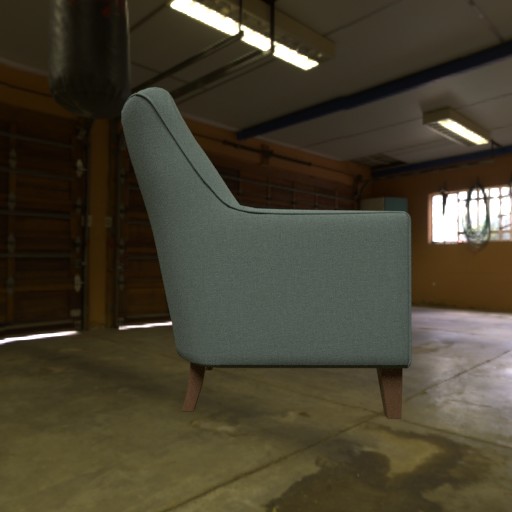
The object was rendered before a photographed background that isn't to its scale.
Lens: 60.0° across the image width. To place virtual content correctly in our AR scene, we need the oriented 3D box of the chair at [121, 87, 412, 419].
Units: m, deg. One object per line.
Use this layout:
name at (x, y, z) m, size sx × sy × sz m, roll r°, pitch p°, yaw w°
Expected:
chair at (0.000, 0.000, 1.563) m, size 0.879 × 0.916 × 0.756 m, roll 0°, pitch -1°, yaw 0°
